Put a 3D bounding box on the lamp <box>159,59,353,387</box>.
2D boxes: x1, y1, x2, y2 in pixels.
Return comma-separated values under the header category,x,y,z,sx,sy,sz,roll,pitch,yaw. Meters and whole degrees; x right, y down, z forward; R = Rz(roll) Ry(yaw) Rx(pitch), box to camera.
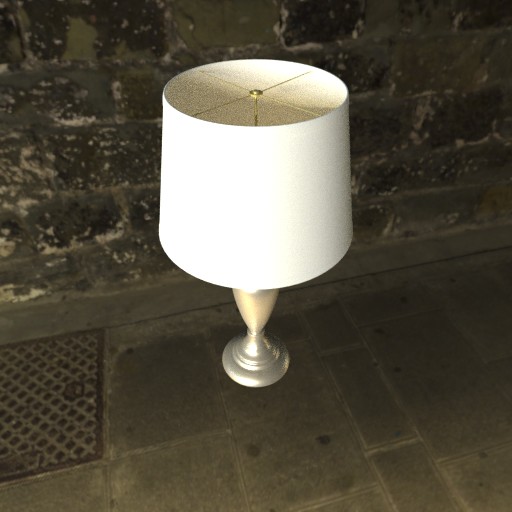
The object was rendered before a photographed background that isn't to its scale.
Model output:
category,x,y,z,sx,sy,sz,roll,pitch,yaw
lamp,0.000,0.000,0.811,0.328,0.612,0.328,0,41,0
